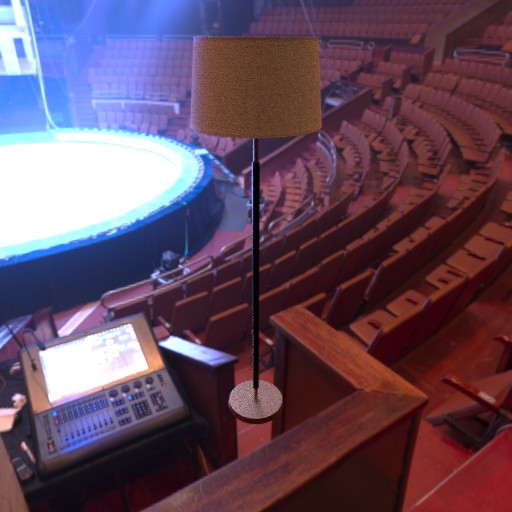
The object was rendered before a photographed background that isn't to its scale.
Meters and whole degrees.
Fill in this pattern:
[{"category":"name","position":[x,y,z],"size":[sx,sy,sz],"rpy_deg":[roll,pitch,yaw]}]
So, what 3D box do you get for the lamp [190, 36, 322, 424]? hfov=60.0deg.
[{"category":"lamp","position":[0.000,0.000,1.633],"size":[0.420,1.447,0.420],"rpy_deg":[0,26,0]}]
